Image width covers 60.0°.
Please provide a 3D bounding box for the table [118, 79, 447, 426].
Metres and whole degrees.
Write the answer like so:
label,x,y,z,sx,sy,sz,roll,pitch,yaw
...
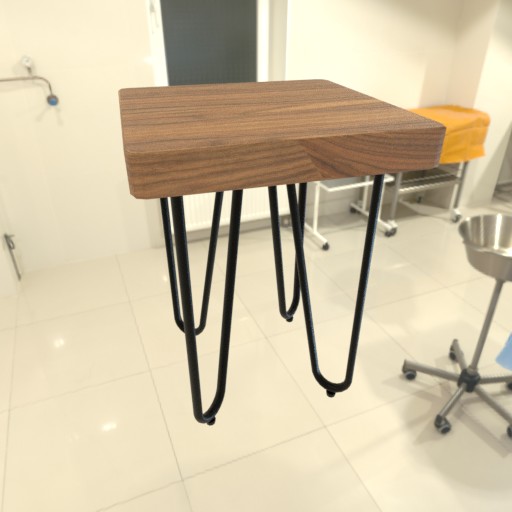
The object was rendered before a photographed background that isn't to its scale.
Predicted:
label,x,y,z,sx,sy,sz,roll,pitch,yaw
table,0.000,0.000,0.970,0.480,0.641,0.479,-8,31,-14
